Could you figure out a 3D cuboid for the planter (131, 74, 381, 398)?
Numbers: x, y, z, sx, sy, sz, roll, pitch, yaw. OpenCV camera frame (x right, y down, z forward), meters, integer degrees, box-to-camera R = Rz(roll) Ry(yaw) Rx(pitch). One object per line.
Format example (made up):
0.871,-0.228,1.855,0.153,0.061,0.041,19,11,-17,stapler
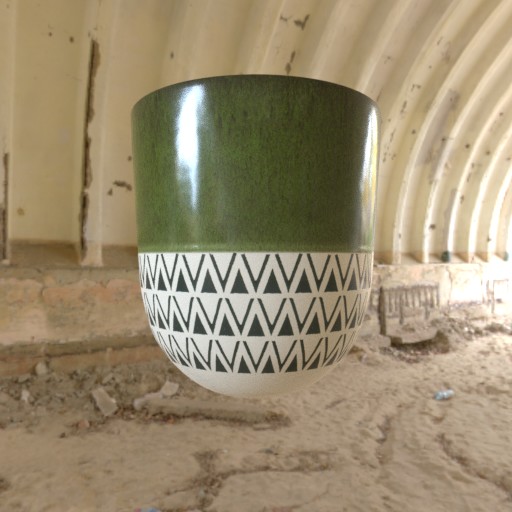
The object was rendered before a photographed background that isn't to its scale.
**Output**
0.000,0.000,0.450,0.245,0.270,0.245,0,0,0,planter
